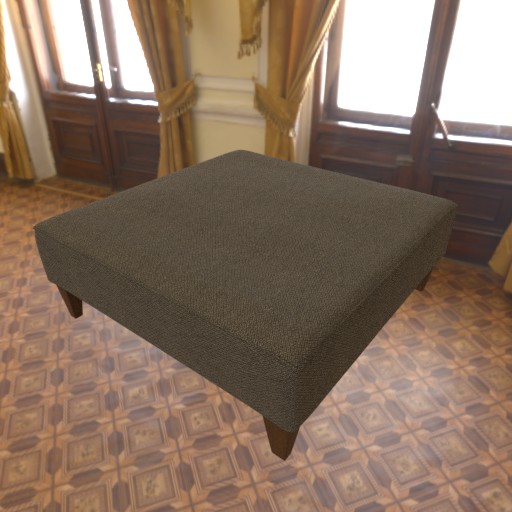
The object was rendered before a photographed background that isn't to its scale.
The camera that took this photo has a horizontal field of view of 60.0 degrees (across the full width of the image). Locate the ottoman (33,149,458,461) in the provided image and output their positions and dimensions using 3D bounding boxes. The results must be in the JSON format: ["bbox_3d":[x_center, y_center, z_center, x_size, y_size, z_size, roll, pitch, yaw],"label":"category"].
[{"bbox_3d":[0.000,0.000,1.478,0.970,0.378,0.981,22,37,32],"label":"ottoman"}]
